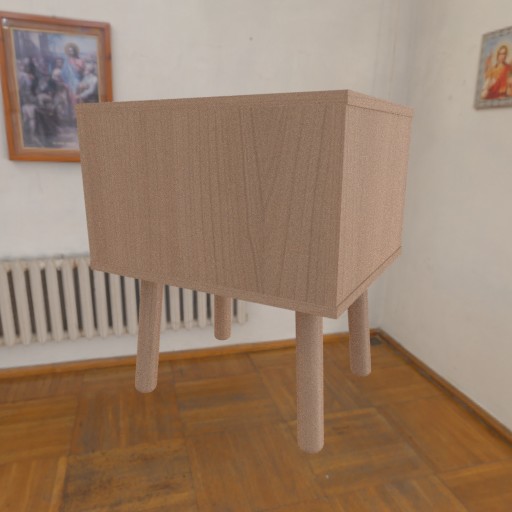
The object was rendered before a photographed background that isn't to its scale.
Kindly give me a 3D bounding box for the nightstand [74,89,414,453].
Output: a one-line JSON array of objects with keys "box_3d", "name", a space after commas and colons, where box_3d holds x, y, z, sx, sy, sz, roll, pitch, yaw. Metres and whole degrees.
[{"box_3d": [0.000, 0.000, 0.827, 0.450, 0.530, 0.380, 8, 17, 28], "name": "nightstand"}]
